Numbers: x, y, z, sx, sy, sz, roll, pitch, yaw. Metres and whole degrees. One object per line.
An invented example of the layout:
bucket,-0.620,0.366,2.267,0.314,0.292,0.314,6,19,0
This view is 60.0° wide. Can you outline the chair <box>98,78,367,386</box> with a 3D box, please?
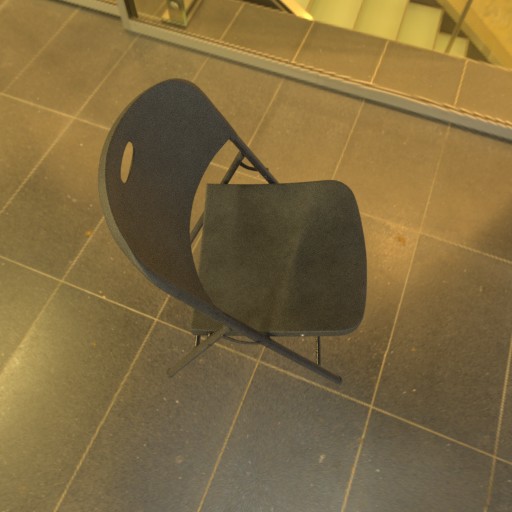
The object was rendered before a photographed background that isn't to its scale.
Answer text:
chair,0.000,0.000,1.157,0.566,0.810,0.494,2,63,1
